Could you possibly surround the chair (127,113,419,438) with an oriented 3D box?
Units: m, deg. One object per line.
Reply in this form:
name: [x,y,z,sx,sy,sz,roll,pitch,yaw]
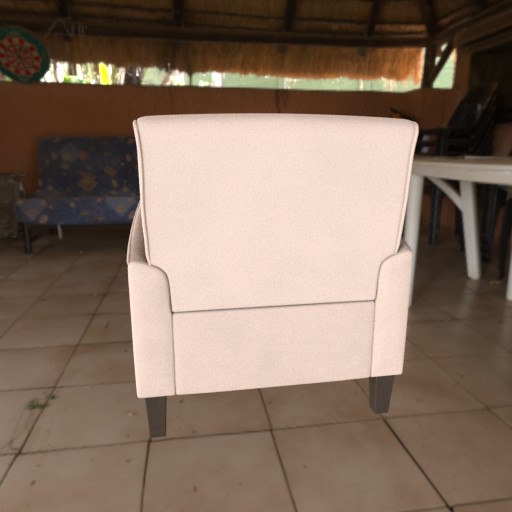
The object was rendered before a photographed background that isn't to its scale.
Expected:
chair: [0.000,0.000,1.580,0.820,0.915,0.820,-2,14,-10]
